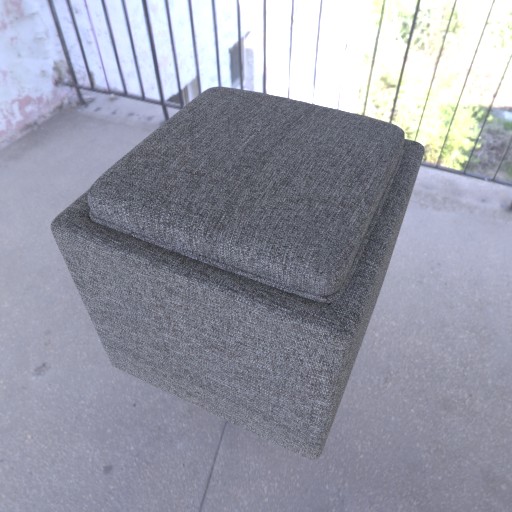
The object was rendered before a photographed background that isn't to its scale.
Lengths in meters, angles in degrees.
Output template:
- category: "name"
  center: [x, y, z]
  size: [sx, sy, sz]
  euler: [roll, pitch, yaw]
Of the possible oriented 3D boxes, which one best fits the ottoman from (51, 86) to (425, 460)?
- category: "ottoman"
  center: [0.000, 0.000, 0.819]
  size: [0.450, 0.460, 0.450]
  euler: [19, 49, 17]
